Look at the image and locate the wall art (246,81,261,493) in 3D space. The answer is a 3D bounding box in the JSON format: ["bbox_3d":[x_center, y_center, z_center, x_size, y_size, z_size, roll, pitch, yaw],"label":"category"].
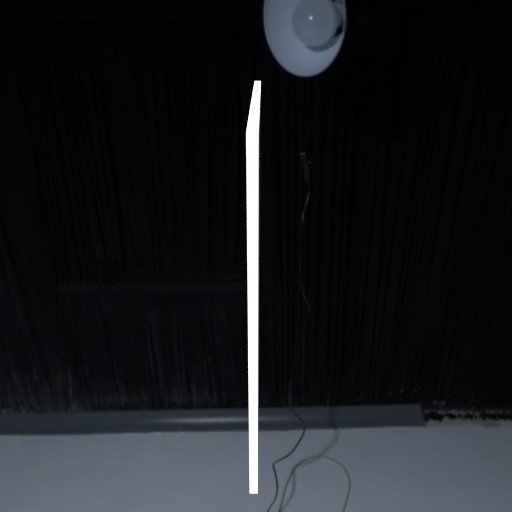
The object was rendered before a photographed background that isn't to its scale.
[{"bbox_3d":[0.000,0.000,0.865,0.013,0.584,0.584,0,27,1],"label":"wall art"}]
